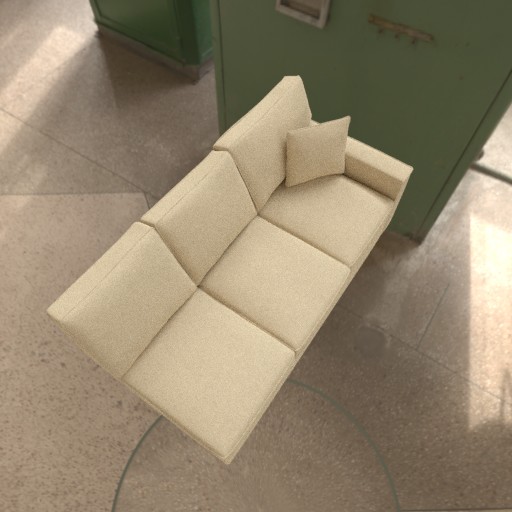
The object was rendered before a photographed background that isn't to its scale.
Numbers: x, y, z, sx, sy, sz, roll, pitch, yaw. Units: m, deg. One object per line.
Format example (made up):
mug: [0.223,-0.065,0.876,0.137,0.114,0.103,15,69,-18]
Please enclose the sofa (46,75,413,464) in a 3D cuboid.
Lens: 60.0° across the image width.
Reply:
sofa: [0.000,0.000,2.559,1.034,0.946,1.963,31,64,17]
